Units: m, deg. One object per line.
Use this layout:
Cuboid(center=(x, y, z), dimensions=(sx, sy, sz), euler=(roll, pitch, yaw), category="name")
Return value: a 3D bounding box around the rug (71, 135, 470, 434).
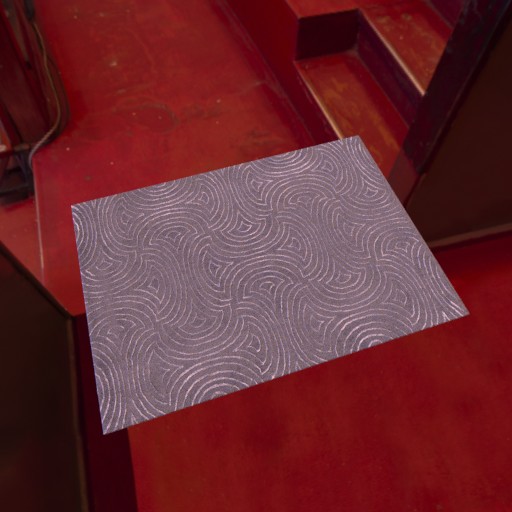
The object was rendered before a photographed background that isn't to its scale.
Cuboid(center=(0.000, 0.000, 2.816), dimensions=(2.144, 0.015, 1.543), euler=(-16, 60, -9), category="rug")
